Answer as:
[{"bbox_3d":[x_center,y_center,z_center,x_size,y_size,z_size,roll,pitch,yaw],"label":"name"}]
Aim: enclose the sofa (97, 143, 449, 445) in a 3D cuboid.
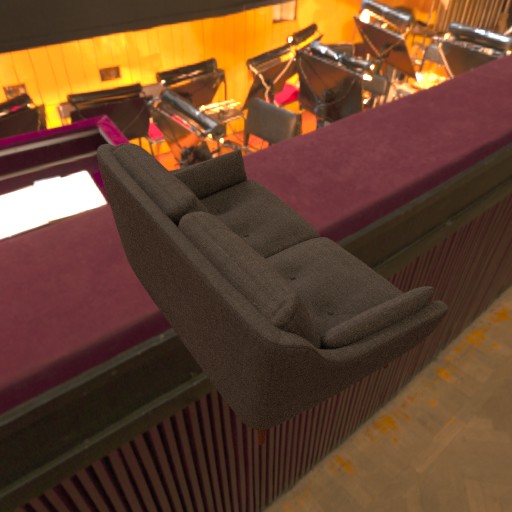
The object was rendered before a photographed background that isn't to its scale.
[{"bbox_3d":[0.000,0.000,2.237,0.976,0.887,1.646,-25,47,-25],"label":"sofa"}]
